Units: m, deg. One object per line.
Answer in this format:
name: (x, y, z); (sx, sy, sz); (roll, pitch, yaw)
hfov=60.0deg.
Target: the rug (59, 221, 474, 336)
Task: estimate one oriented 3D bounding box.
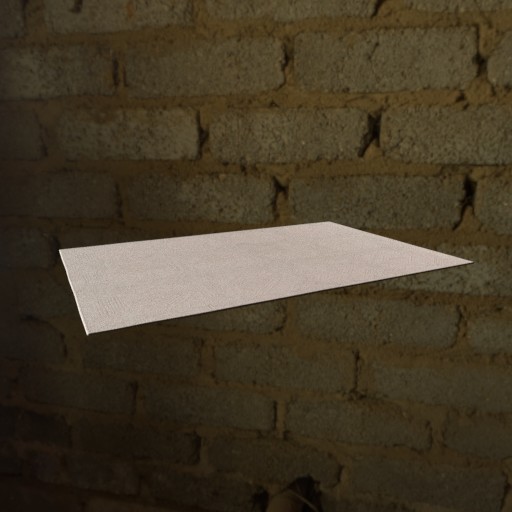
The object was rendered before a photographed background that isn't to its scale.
rug: (0.000, 0.000, 2.346); (1.839, 0.009, 1.236); (-8, 17, -26)
